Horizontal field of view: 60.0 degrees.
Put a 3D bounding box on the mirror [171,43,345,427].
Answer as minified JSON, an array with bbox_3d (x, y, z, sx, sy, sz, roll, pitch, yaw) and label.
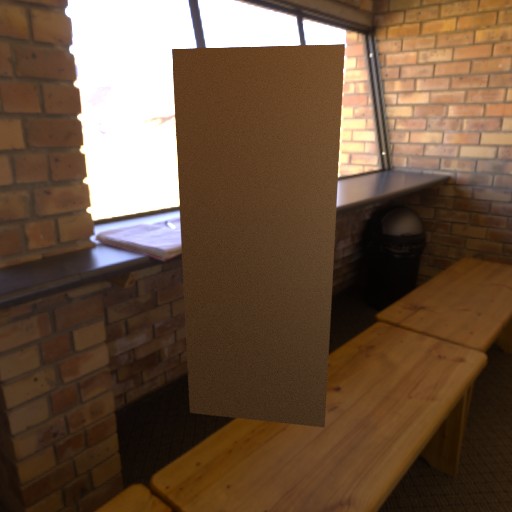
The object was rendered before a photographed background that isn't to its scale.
[{"bbox_3d":[0.000,0.000,2.352,0.812,2.031,0.025,3,17,9],"label":"mirror"}]
